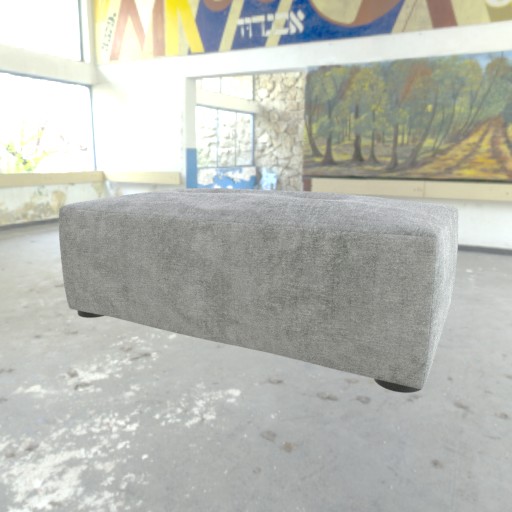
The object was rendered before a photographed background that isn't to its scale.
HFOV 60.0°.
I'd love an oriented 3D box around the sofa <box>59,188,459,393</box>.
[{"bbox_3d":[0.000,0.000,1.152,0.930,0.330,0.480,7,15,27],"label":"sofa"}]
